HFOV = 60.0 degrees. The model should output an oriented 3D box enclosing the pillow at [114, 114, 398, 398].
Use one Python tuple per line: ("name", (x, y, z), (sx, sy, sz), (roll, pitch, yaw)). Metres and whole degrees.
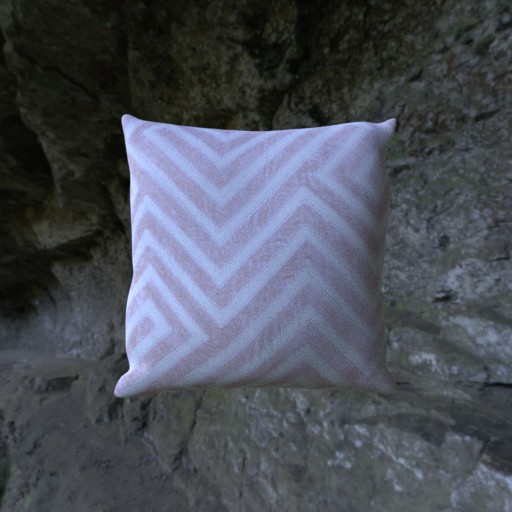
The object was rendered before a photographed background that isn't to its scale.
("pillow", (0.000, 0.000, 0.685), (0.440, 0.441, 0.182), (0, -1, 0))
